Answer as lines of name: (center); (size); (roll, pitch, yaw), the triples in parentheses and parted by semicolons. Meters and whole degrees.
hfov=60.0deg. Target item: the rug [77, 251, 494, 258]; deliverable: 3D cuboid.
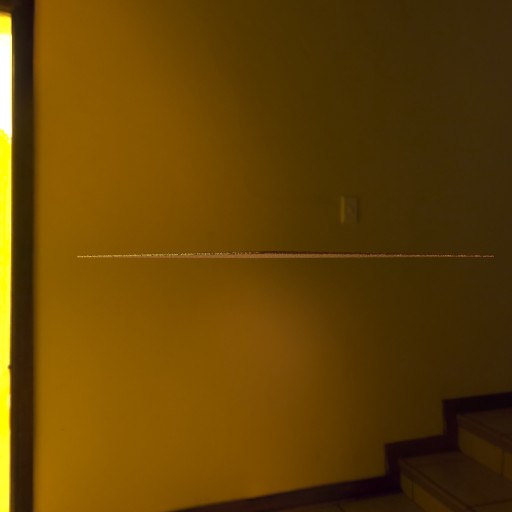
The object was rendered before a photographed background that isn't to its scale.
rug: (0.000, 0.000, 2.827); (1.609, 0.013, 2.214); (0, -1, -37)
